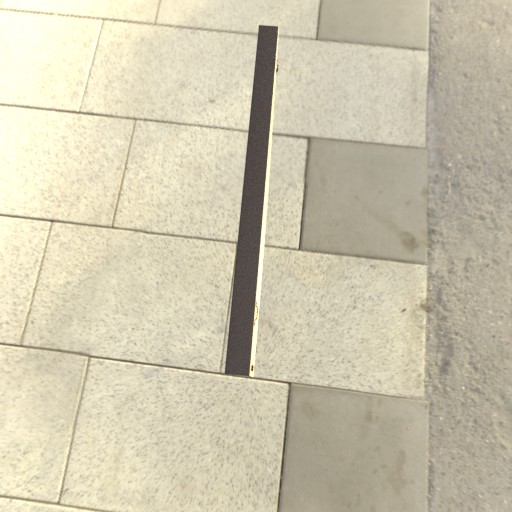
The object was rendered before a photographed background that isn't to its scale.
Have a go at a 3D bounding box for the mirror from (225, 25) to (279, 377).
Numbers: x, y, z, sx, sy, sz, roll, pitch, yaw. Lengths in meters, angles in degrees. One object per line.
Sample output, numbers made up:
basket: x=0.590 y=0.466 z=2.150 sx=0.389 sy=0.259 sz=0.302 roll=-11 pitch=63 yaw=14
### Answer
mirror: x=0.000 y=0.000 z=1.157 sx=0.041 sy=0.915 sz=0.609 roll=5 pitch=75 yaw=1
